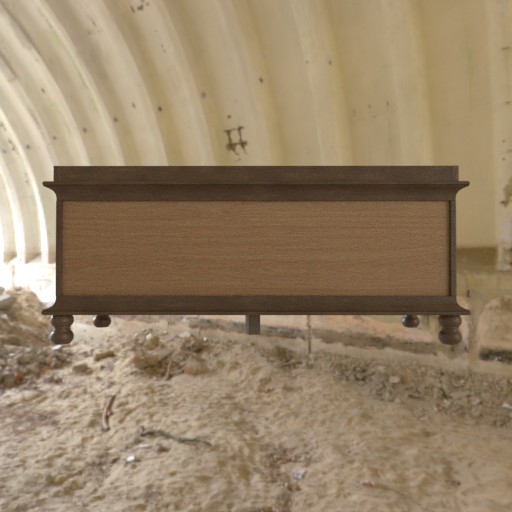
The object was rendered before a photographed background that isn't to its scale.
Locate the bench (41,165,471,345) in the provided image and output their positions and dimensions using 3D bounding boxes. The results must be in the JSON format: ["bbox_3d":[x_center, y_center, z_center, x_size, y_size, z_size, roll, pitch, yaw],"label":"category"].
[{"bbox_3d":[0.000,0.000,1.425,1.185,0.501,0.402,0,-1,0],"label":"bench"}]
